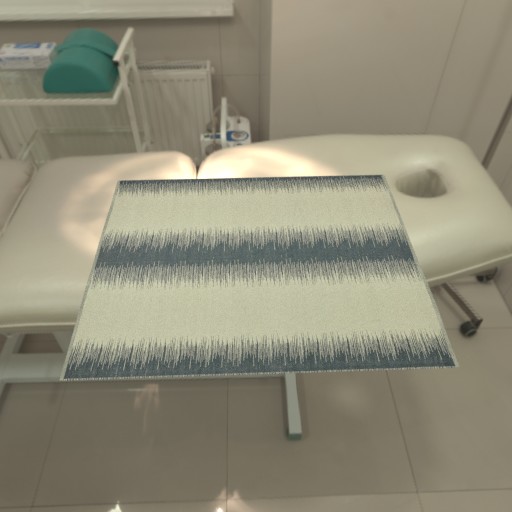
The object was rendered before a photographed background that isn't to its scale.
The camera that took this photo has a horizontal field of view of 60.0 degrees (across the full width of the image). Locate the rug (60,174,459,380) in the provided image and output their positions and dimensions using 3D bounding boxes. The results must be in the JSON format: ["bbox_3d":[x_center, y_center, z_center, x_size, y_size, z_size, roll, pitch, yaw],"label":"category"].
[{"bbox_3d":[0.000,0.000,4.182,3.037,0.004,2.453,-2,47,-1],"label":"rug"}]
